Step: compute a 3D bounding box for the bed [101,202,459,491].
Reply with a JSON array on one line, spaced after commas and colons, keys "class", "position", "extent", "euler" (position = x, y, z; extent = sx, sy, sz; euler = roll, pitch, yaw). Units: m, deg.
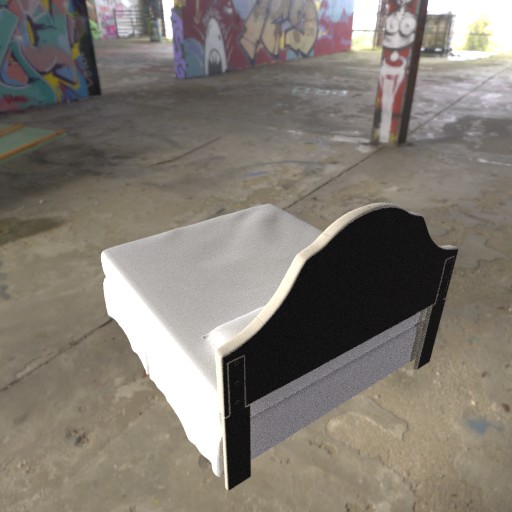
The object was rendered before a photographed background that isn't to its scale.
[{"class": "bed", "position": [0.000, 0.000, 3.556], "extent": [2.008, 1.615, 2.214], "euler": [-19, 35, -30]}]
